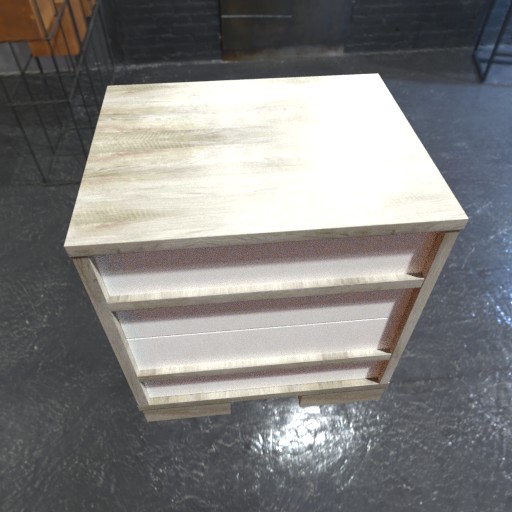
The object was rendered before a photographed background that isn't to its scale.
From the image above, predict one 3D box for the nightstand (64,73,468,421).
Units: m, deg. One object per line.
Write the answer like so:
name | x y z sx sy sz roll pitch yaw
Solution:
nightstand | 0.000 0.000 0.744 0.427 0.448 0.347 -4 47 -4
